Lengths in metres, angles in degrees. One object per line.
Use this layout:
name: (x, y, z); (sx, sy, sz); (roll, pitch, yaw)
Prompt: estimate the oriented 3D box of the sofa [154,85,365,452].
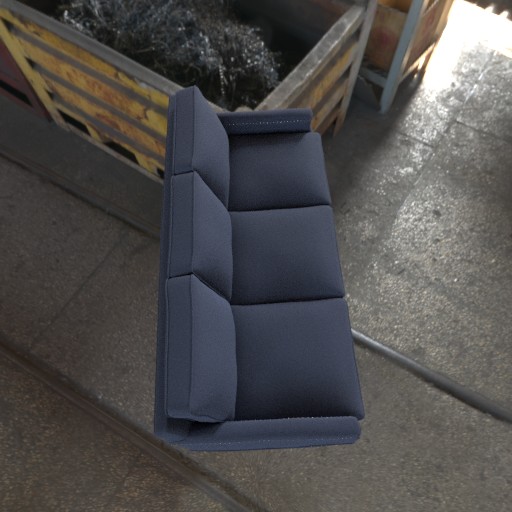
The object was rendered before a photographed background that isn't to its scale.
sofa: (0.000, 0.000, 2.839); (1.084, 1.003, 2.246); (-3, 63, -1)
